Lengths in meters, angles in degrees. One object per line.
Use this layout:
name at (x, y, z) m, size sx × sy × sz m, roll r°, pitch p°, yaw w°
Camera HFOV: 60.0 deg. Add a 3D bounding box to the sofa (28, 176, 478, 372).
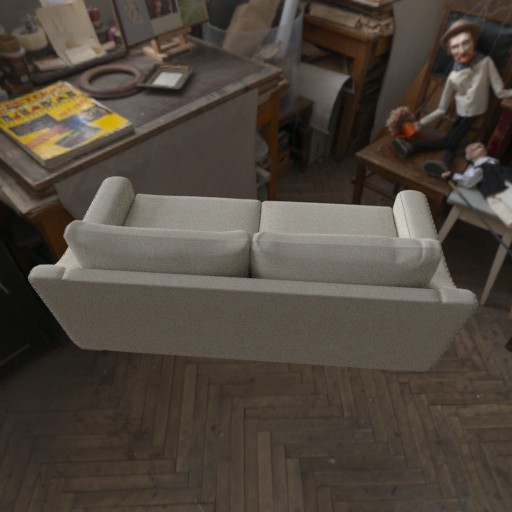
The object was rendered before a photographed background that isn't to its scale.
sofa at (0.000, 0.000, 2.668) m, size 2.107 × 0.983 × 1.104 m, roll 3°, pitch 46°, yaw 3°
